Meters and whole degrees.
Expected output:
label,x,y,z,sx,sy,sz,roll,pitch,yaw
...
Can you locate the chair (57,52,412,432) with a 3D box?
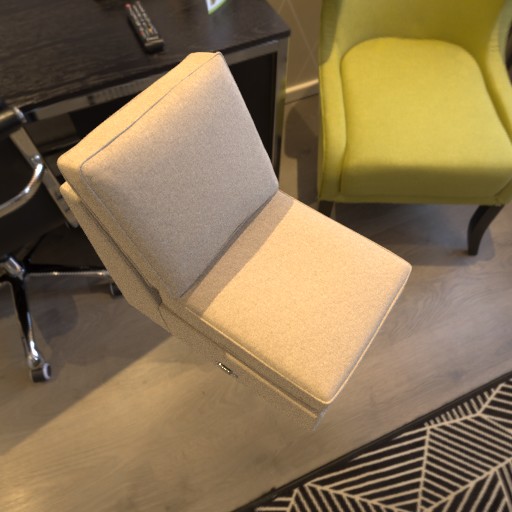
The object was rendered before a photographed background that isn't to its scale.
label,x,y,z,sx,sy,sz,roll,pitch,yaw
chair,0.000,0.000,1.640,1.020,1.058,0.674,31,64,17
